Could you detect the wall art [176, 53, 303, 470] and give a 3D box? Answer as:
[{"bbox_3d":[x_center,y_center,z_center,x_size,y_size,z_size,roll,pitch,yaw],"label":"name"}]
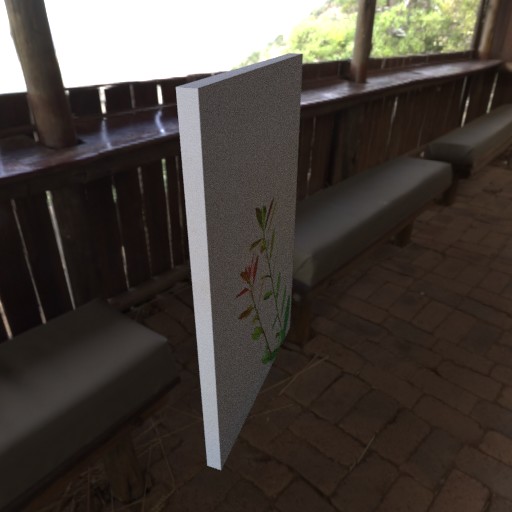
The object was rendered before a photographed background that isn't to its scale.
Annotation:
[{"bbox_3d":[0.000,0.000,1.154,0.039,0.915,0.612,10,31,18],"label":"wall art"}]
